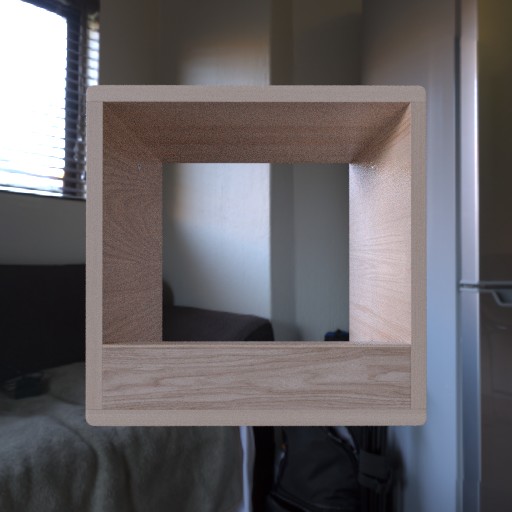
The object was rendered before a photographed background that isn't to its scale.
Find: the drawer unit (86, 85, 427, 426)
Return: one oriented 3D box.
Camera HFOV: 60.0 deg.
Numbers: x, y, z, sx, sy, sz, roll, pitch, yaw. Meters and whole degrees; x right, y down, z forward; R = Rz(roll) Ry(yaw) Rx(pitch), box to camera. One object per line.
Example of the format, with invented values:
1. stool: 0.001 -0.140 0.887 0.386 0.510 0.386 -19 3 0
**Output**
1. drawer unit: 0.000 0.000 0.593 0.344 0.344 0.290 0 0 0
